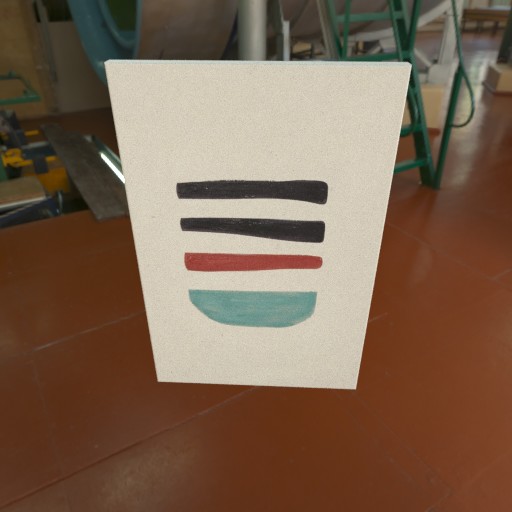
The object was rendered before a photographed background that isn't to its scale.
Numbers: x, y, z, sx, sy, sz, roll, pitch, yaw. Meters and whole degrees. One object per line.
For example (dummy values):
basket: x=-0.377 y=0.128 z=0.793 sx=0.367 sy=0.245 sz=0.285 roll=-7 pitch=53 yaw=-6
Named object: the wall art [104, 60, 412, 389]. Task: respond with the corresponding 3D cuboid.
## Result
wall art: x=0.000 y=0.000 z=1.127 sx=0.607 sy=0.912 sz=0.038 roll=2 pitch=32 yaw=2
